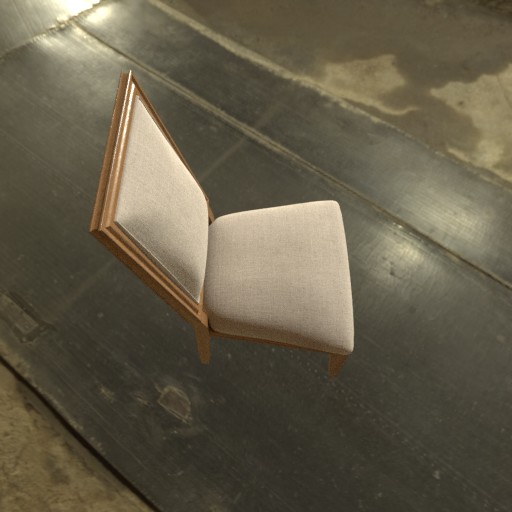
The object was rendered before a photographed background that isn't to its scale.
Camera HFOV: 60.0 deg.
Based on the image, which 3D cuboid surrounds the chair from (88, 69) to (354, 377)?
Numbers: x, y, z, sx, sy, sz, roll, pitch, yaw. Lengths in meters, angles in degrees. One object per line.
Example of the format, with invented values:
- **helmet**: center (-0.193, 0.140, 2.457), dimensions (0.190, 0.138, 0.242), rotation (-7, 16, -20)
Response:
- **chair**: center (0.000, 0.000, 1.321), dimensions (0.601, 0.988, 0.536), rotation (0, 63, 0)
